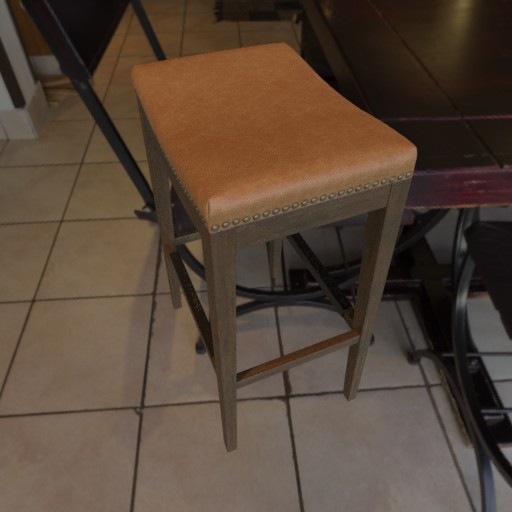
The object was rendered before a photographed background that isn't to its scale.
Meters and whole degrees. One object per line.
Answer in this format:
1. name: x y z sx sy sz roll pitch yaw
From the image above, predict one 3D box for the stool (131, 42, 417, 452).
1. stool: 0.000 0.000 1.018 0.361 0.759 0.500 -17 48 -16
